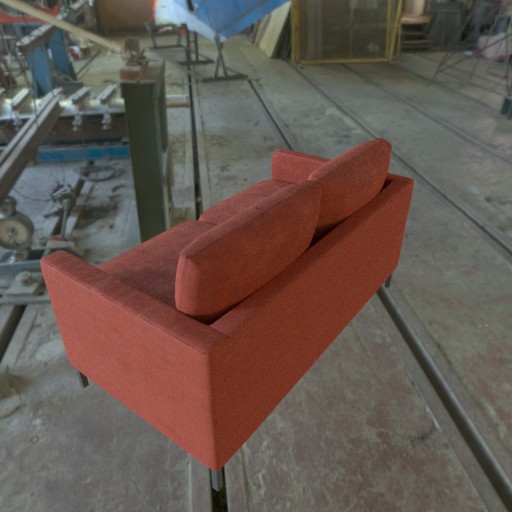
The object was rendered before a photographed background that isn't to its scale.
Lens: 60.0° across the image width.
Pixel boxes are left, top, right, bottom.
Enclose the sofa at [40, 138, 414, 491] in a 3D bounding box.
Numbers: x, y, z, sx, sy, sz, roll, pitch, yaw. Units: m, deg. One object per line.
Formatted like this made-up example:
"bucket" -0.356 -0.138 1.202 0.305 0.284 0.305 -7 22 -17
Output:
"sofa" 0.000 0.000 2.041 0.864 0.896 1.574 22 39 30
